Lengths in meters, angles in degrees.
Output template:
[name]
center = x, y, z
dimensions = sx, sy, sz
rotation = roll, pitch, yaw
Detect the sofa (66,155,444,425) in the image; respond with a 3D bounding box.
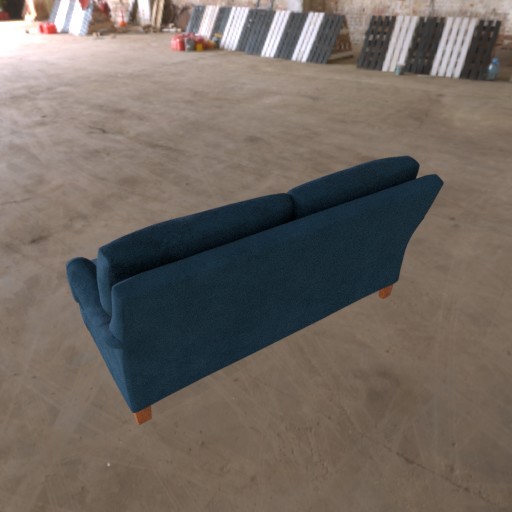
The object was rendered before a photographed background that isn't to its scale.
[sofa]
center = 0.000, 0.000, 2.805
dimensions = 2.141, 1.101, 1.084
rotation = -20, 38, -29
